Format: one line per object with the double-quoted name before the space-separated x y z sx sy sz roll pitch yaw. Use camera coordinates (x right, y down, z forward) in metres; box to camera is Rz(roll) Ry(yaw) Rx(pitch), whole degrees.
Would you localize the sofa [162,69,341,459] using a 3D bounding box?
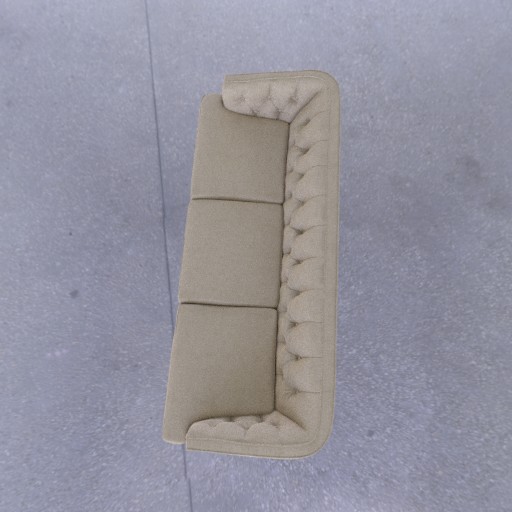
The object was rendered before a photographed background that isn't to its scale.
"sofa" 0.000 0.000 2.769 0.913 0.788 2.235 4 74 1
